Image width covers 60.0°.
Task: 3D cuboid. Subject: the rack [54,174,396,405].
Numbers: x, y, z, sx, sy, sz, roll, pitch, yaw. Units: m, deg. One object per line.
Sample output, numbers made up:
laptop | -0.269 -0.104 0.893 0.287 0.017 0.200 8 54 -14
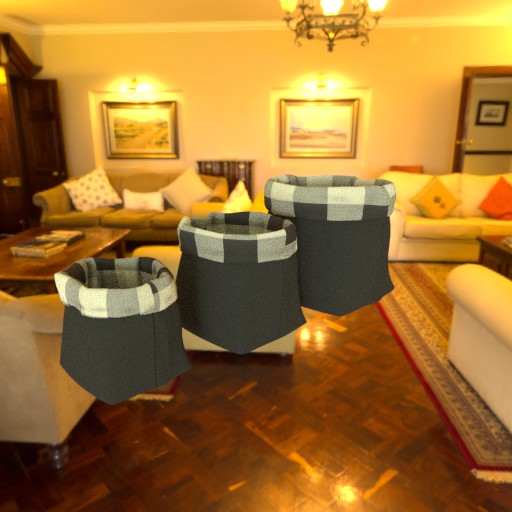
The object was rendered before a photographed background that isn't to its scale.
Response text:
rack | 0.000 0.000 1.060 0.889 0.329 0.370 -15 21 -43
